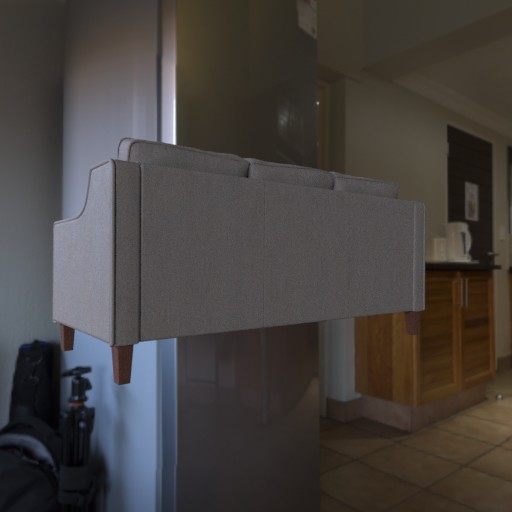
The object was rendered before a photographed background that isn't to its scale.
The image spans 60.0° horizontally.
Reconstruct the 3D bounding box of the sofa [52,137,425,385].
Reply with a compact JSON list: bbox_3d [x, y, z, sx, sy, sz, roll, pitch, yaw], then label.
[{"bbox_3d":[0.000,0.000,2.543,1.986,0.974,0.911,1,-1,-37],"label":"sofa"}]
